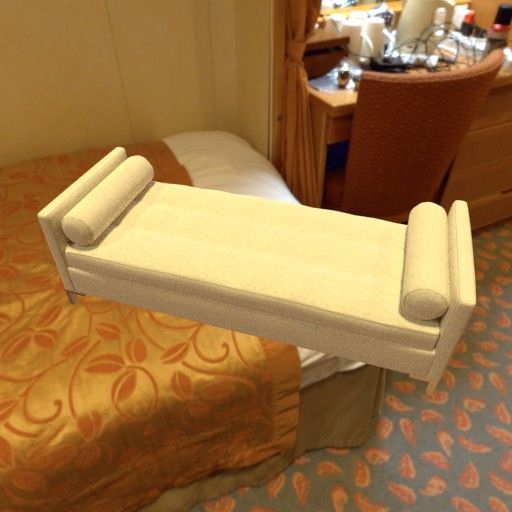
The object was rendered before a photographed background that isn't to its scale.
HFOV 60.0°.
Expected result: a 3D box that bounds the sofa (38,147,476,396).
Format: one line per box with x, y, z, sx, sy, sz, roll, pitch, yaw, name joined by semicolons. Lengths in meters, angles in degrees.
0.000;0.000;2.476;2.102;0.655;0.797;12;42;13;sofa
